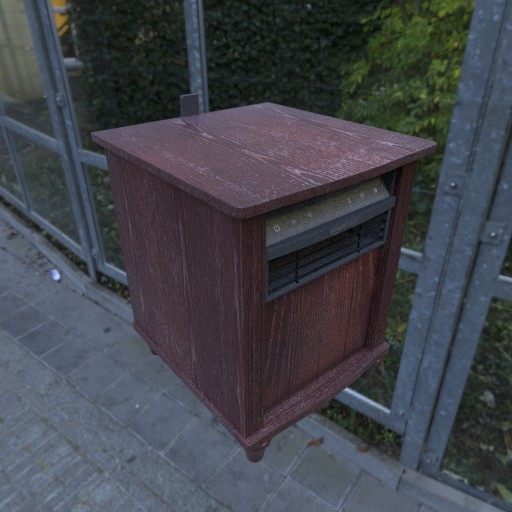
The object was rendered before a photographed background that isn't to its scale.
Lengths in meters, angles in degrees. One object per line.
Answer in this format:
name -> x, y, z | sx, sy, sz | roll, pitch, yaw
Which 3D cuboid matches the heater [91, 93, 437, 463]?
heater -> 0.000, 0.000, 0.762 | 0.362, 0.481, 0.400 | -23, 37, -34
